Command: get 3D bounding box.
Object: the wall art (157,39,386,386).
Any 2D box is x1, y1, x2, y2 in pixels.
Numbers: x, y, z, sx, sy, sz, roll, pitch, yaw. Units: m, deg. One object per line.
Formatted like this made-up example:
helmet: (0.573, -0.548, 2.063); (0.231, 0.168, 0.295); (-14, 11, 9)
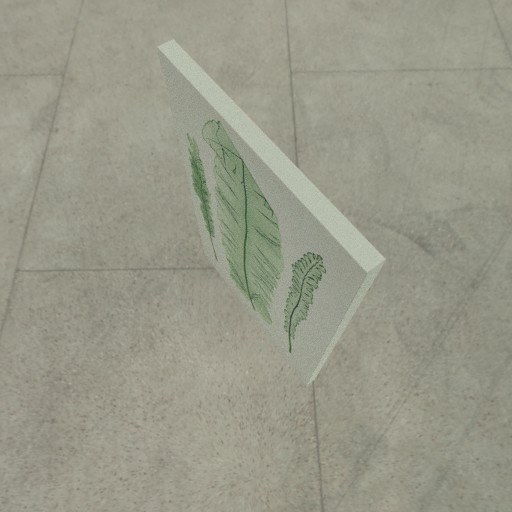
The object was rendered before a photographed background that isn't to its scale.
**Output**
wall art: (0.000, 0.000, 1.182); (0.038, 0.914, 0.610); (-33, 68, -15)
